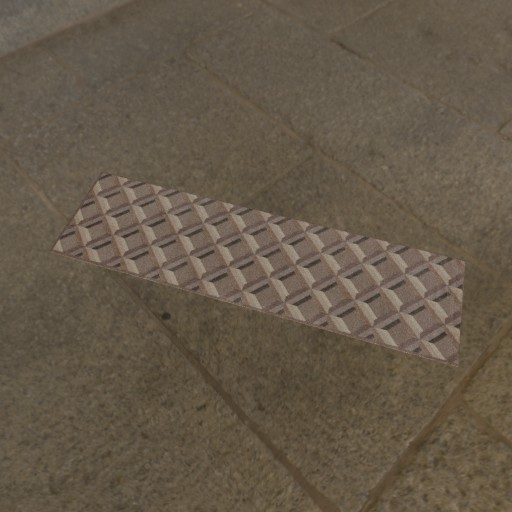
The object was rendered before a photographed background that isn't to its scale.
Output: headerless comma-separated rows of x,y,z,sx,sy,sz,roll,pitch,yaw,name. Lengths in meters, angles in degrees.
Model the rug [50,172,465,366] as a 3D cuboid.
0.000,0.000,2.693,2.437,0.013,0.685,15,59,9,rug
